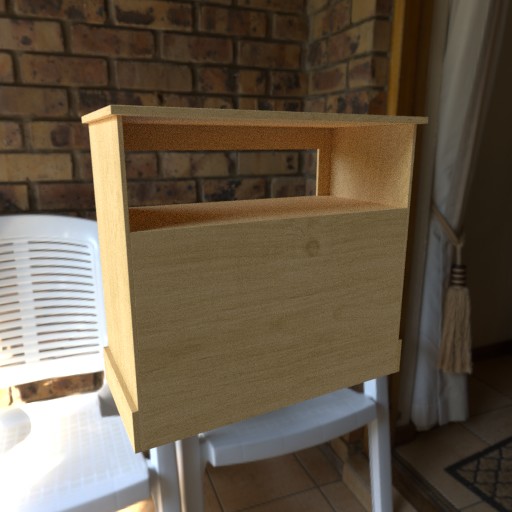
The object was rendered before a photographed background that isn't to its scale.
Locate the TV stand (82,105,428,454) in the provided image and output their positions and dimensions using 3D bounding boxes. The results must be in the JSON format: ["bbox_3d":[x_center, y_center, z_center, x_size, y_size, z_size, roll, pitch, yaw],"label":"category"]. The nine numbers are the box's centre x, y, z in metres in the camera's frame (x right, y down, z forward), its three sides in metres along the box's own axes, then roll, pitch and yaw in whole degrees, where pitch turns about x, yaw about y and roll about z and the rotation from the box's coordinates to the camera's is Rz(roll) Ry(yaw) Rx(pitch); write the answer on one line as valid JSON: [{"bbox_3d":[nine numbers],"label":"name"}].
[{"bbox_3d":[0.000,0.000,1.313,0.851,0.787,0.430,-7,16,-27],"label":"TV stand"}]
